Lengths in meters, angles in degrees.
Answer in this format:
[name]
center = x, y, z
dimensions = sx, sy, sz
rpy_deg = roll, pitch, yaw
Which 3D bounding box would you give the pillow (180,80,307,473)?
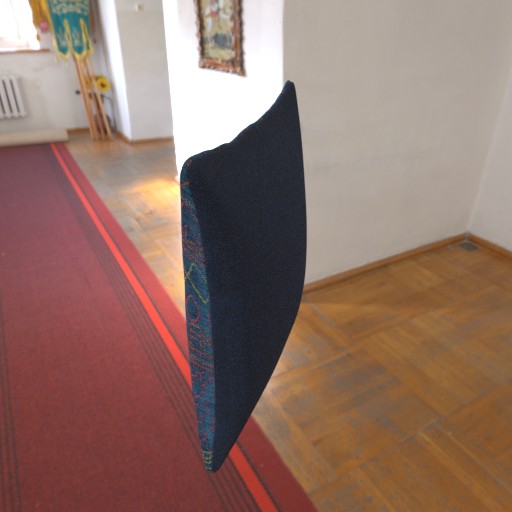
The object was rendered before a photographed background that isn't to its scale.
[pillow]
center = 0.000, 0.000, 0.655
dimensions = 0.141, 0.431, 0.431
rpy_deg = 8, 31, 14
